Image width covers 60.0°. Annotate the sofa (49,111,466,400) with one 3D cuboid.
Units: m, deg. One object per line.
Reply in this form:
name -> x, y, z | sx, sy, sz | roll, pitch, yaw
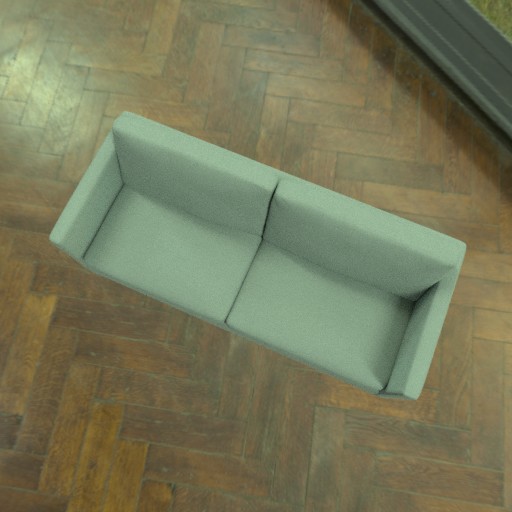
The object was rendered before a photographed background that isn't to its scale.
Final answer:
sofa -> 0.000, 0.000, 2.743 | 2.208, 0.965, 0.951 | 23, 75, 6
